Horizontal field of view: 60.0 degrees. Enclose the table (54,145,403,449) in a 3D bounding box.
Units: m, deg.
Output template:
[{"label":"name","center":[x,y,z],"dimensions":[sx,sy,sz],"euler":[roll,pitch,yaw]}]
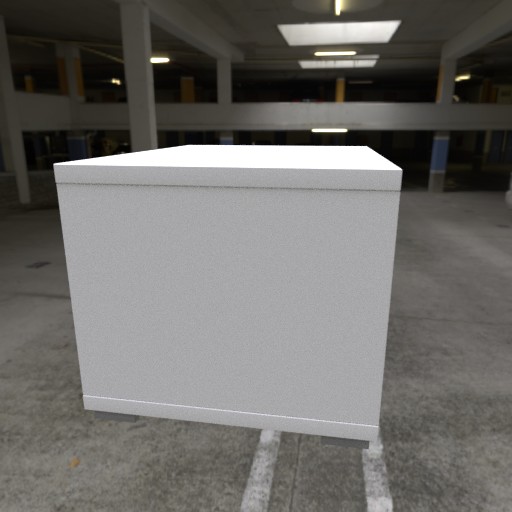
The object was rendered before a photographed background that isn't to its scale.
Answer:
[{"label":"table","center":[0.000,0.000,0.786],"dimensions":[0.399,0.357,0.517],"euler":[3,17,9]}]
